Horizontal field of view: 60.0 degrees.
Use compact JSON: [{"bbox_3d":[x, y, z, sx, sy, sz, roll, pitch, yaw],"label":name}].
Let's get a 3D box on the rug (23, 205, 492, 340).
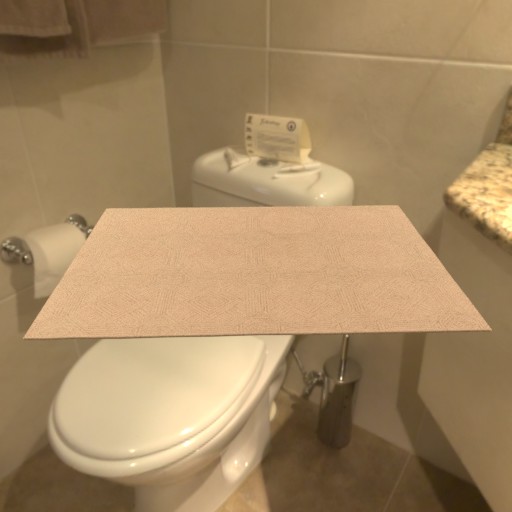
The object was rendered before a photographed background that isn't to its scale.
[{"bbox_3d":[0.000,0.000,2.262,1.839,0.009,1.236,-1,30,-1],"label":"rug"}]
